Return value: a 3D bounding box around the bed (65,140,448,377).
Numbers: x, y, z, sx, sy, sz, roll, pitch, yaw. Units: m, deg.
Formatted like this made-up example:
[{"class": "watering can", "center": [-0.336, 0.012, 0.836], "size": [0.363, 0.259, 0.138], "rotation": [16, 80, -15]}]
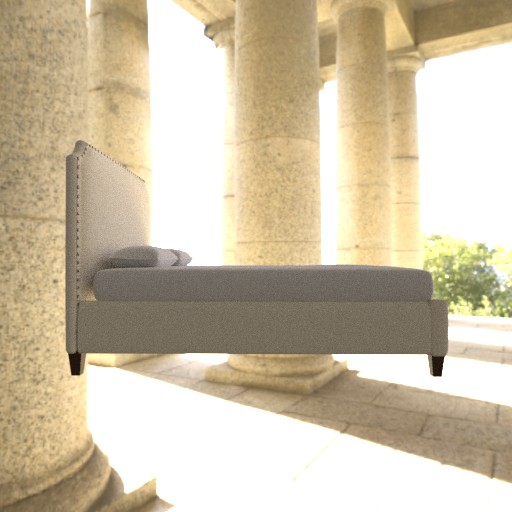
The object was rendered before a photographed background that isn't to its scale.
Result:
[{"class": "bed", "center": [0.000, 0.000, 3.544], "size": [2.372, 1.497, 1.712], "rotation": [0, -1, 1]}]
